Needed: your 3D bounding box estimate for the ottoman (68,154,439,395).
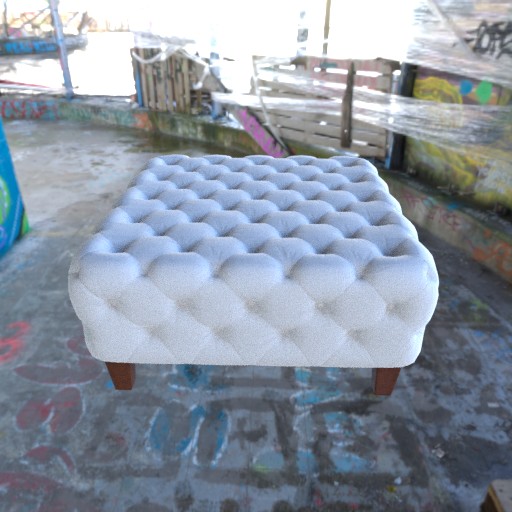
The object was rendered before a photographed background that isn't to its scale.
[{"bbox_3d":[0.000,0.000,1.244,0.755,0.376,0.753,1,30,1],"label":"ottoman"}]
